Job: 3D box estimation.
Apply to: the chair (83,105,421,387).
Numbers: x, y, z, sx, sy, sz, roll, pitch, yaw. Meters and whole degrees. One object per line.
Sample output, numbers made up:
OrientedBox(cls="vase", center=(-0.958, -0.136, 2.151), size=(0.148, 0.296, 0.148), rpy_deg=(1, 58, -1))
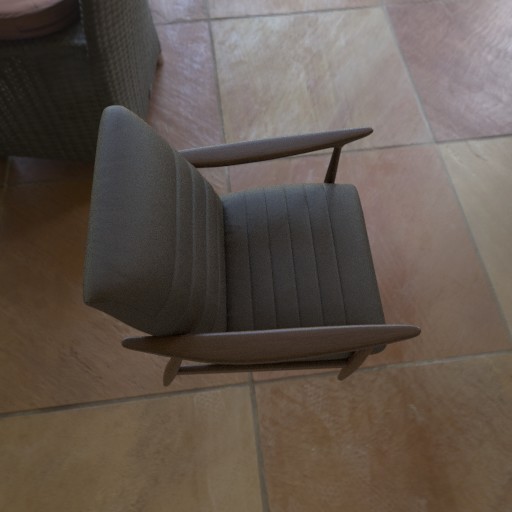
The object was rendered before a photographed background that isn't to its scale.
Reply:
OrientedBox(cls="chair", center=(0.000, 0.000, 1.427), size=(0.798, 0.831, 0.741), rpy_deg=(-3, 64, -2))
